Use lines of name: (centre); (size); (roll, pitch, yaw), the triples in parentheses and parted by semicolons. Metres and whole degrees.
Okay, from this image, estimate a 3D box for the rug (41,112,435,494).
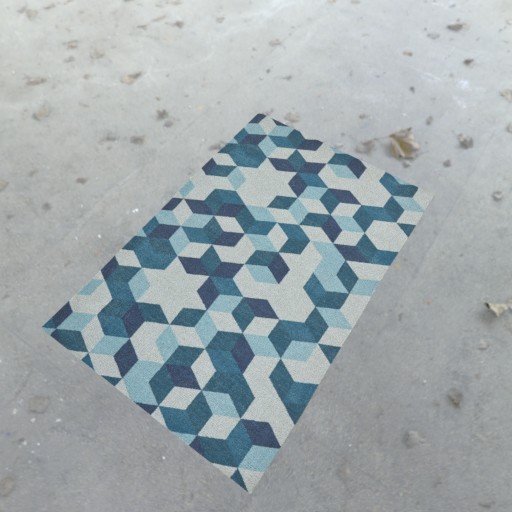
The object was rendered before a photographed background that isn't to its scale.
rug: (0.000, 0.000, 2.315); (1.235, 0.014, 1.829); (31, 63, 18)
